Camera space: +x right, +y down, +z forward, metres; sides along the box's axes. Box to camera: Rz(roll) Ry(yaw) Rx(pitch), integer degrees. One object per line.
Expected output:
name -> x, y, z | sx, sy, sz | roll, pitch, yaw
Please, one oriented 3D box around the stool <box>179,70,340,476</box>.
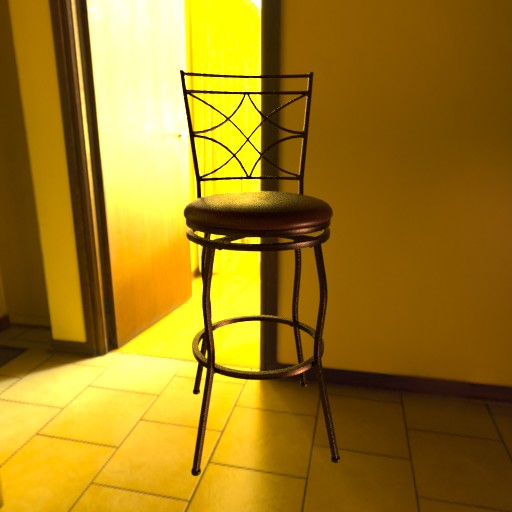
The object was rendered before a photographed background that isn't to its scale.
stool -> 0.000, 0.000, 1.370 | 0.434, 1.117, 0.534 | -2, 15, -7
